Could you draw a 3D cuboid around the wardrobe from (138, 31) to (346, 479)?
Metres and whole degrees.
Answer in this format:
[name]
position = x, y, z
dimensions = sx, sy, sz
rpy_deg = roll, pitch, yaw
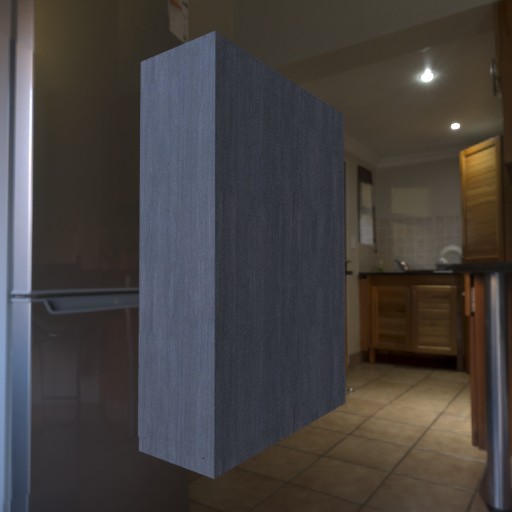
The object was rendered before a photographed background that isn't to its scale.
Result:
[wardrobe]
position = 0.000, 0.000, 2.558
dimensions = 0.510, 1.910, 1.290
rpy_deg = -1, -2, 36
